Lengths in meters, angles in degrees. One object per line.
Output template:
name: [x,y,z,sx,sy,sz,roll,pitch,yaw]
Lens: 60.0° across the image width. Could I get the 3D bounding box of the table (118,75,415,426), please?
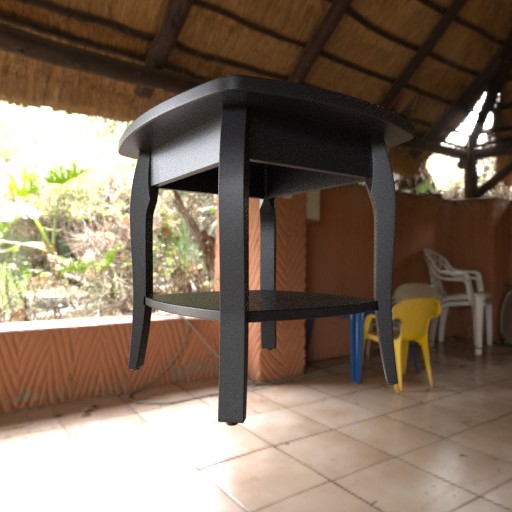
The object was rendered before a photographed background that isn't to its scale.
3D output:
table: [0.000,0.000,0.847,0.457,0.457,0.508,0,-1,-35]
